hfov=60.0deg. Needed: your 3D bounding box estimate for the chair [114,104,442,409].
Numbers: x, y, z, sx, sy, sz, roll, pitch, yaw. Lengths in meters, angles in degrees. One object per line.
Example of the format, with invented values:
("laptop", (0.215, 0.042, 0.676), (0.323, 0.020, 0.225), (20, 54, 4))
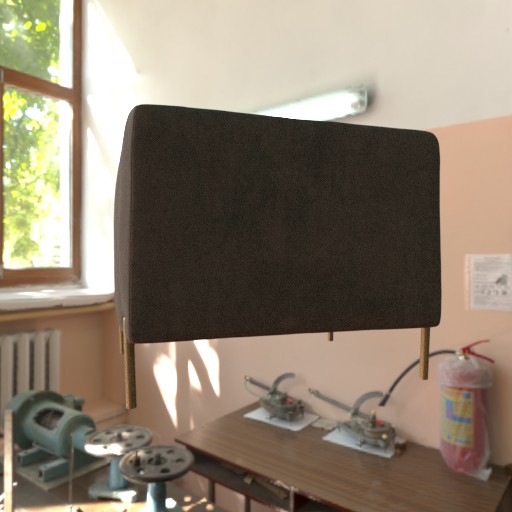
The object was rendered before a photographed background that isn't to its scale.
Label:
("chair", (0.000, 0.000, 1.604), (0.981, 0.779, 0.873), (0, 0, -17))
